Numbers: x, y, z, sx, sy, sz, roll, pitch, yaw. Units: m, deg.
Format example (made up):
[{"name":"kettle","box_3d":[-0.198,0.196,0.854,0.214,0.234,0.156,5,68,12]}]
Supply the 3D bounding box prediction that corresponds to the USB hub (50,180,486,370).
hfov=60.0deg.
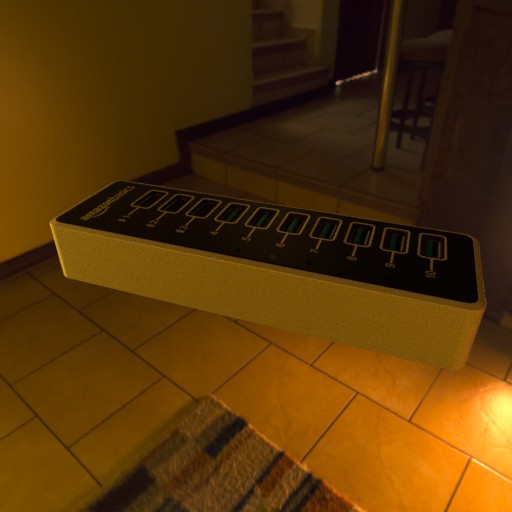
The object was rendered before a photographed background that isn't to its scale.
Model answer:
[{"name":"USB hub","box_3d":[0.000,0.000,0.160,0.145,0.023,0.044,11,34,17]}]
